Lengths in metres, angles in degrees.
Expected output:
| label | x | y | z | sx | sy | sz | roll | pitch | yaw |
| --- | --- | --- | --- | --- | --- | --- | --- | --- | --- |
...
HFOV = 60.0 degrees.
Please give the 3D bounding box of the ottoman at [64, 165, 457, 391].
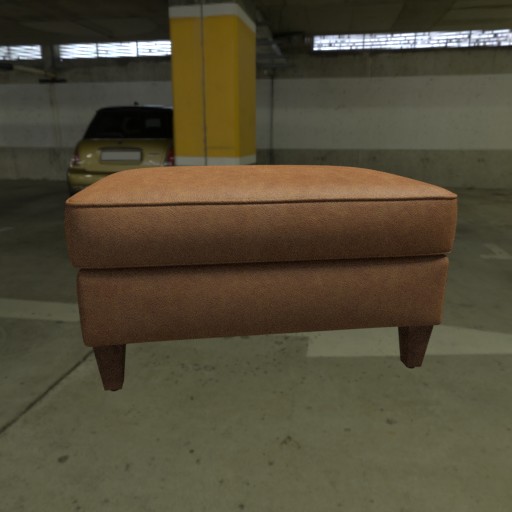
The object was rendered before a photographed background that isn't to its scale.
| label | x | y | z | sx | sy | sz | roll | pitch | yaw |
| --- | --- | --- | --- | --- | --- | --- | --- | --- | --- |
| ottoman | 0.000 | 0.000 | 1.219 | 0.864 | 0.483 | 0.584 | -2 | 16 | -8 |
